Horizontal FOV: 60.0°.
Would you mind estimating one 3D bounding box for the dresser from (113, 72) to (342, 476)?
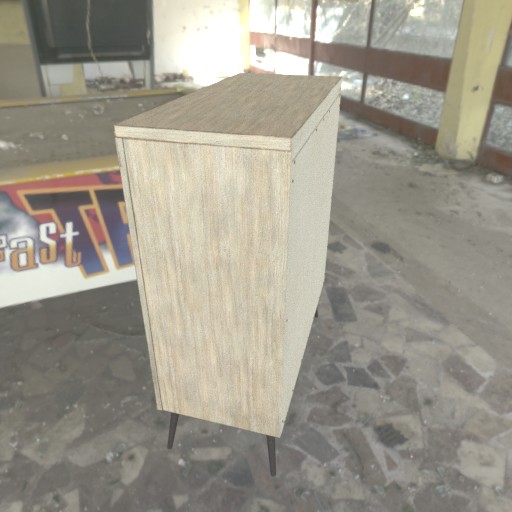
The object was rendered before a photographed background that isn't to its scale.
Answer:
[{"bbox_3d":[0.000,0.000,1.756,0.457,1.219,1.016,8,30,14],"label":"dresser"}]
